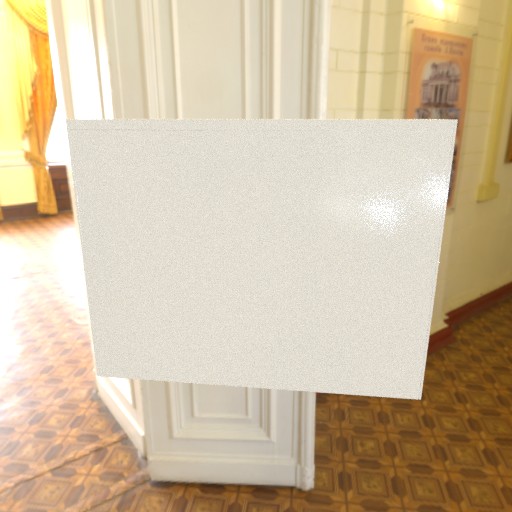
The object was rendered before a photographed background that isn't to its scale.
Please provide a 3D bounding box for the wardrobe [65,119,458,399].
[{"bbox_3d":[0.000,0.000,3.999,3.000,2.360,0.580,2,18,7],"label":"wardrobe"}]
